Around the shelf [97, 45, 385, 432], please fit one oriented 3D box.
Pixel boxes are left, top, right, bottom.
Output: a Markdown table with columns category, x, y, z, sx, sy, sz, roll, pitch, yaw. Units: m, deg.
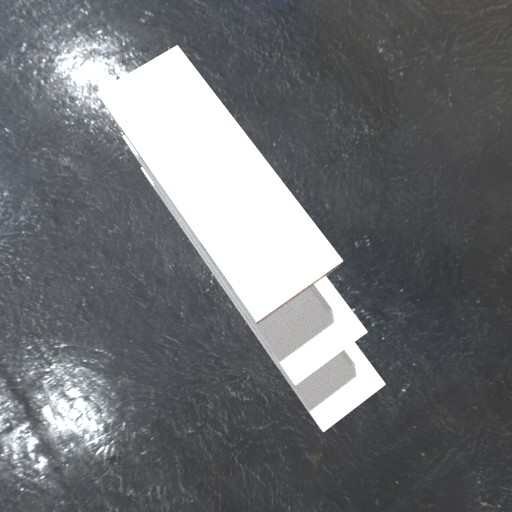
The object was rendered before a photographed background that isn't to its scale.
| category | x | y | z | sx | sy | sz | roll | pitch | yaw |
| --- | --- | --- | --- | --- | --- | --- | --- | --- | --- |
| shelf | 0.000 | 0.000 | 0.737 | 0.140 | 0.293 | 0.610 | -34 | 79 | -8 |
